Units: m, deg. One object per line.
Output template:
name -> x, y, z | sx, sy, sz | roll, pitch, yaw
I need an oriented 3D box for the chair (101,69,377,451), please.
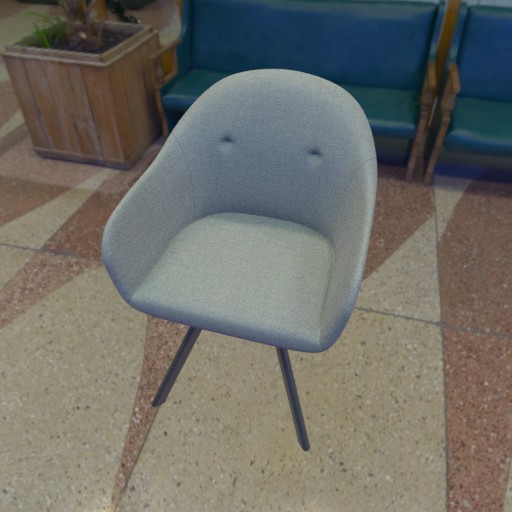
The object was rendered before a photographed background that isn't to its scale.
chair -> 0.000, 0.000, 1.159 | 0.540, 0.780, 0.570 | 11, 43, 12
